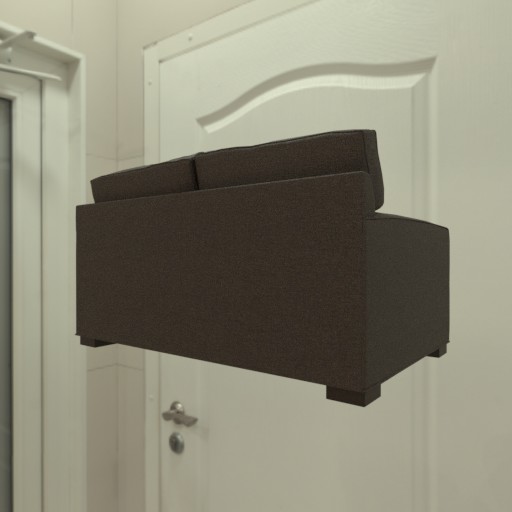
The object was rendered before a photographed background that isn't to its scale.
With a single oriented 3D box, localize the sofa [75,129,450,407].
[{"bbox_3d":[0.000,0.000,2.129,1.534,0.887,0.974,0,0,37],"label":"sofa"}]
